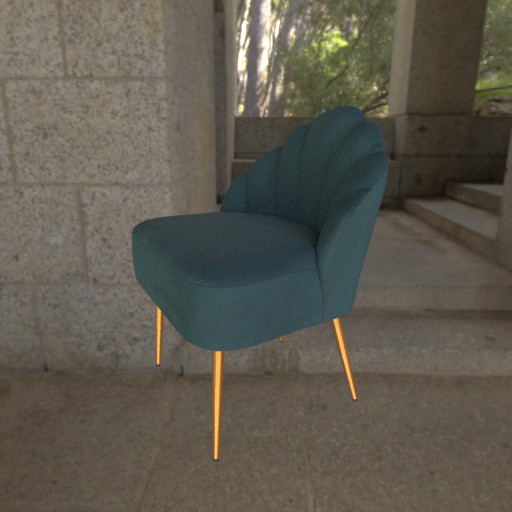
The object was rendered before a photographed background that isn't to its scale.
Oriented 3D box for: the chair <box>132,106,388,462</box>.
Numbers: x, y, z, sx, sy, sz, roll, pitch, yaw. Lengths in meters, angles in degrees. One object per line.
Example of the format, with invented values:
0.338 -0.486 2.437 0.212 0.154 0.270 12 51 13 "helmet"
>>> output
0.000 0.000 1.253 0.599 0.819 0.657 -8 17 -26 "chair"
